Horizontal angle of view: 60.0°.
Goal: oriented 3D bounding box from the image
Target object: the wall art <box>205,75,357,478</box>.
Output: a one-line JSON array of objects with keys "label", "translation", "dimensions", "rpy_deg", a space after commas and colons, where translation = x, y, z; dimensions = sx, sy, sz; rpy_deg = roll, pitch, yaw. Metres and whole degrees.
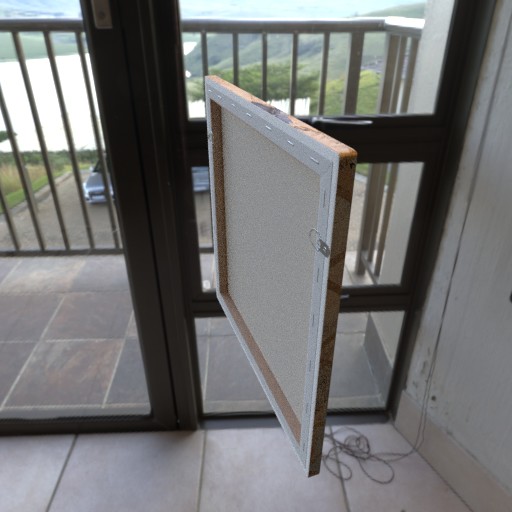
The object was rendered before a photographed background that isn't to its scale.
[{"label": "wall art", "translation": [0.000, 0.000, 1.359], "dimensions": [0.039, 0.914, 0.912], "rpy_deg": [-11, 32, -17]}]
